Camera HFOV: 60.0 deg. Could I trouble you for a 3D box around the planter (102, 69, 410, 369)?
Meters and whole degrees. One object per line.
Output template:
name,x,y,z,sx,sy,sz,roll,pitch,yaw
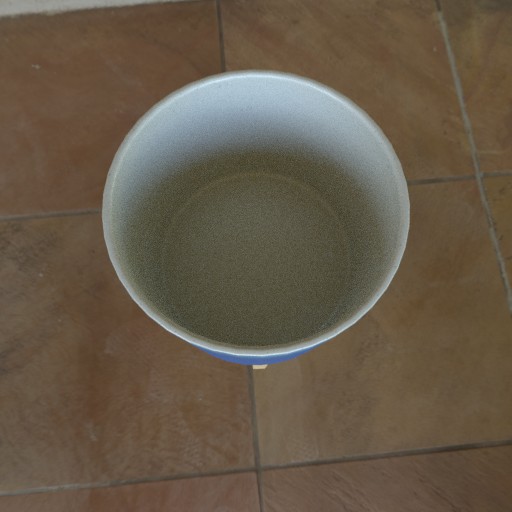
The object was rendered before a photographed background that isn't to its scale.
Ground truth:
planter,0.000,0.000,0.403,0.192,0.263,0.192,0,74,0
